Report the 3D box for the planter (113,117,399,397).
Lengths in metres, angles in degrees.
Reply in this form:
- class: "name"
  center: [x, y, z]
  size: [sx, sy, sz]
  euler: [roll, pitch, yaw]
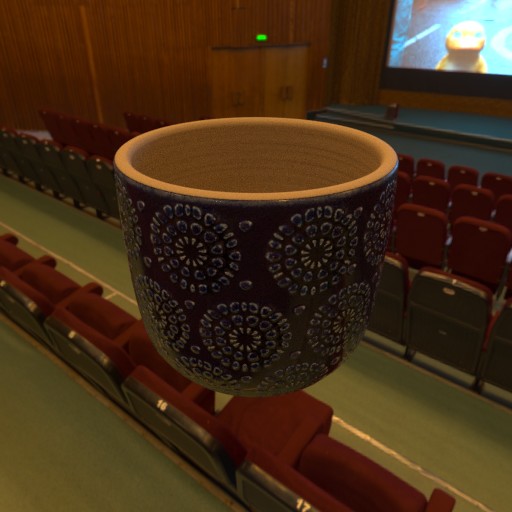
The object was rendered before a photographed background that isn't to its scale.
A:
- class: "planter"
  center: [0.000, 0.000, 0.298]
  size: [0.165, 0.149, 0.165]
  euler: [0, 29, 0]
